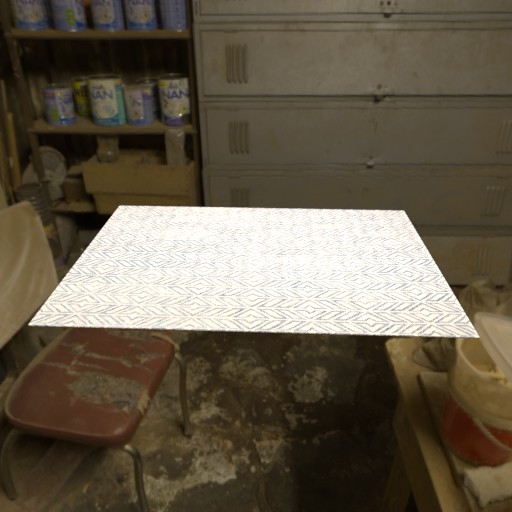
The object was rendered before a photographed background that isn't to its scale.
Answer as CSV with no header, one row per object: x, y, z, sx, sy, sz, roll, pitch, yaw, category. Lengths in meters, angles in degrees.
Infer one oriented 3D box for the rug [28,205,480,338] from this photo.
0.000,0.000,2.316,1.824,0.008,1.220,1,30,2,rug
